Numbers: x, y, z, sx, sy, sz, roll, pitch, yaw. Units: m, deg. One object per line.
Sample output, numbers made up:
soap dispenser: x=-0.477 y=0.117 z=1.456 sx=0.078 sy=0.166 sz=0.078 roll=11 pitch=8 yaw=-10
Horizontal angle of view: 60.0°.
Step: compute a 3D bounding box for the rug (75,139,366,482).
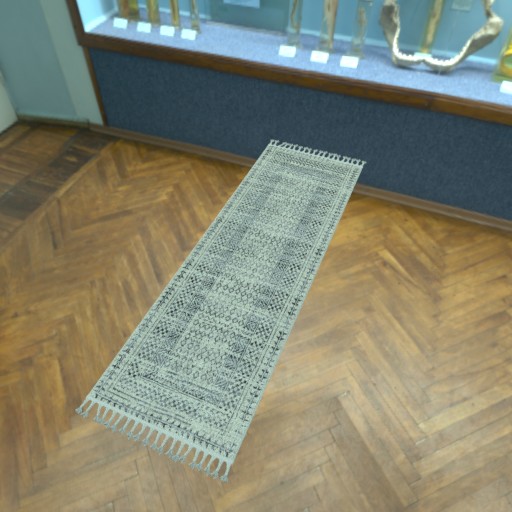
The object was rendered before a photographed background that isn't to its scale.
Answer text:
rug: x=0.000 y=0.000 z=2.706 sx=0.786 sy=0.013 sz=2.480 roll=17 pitch=50 yaw=15
